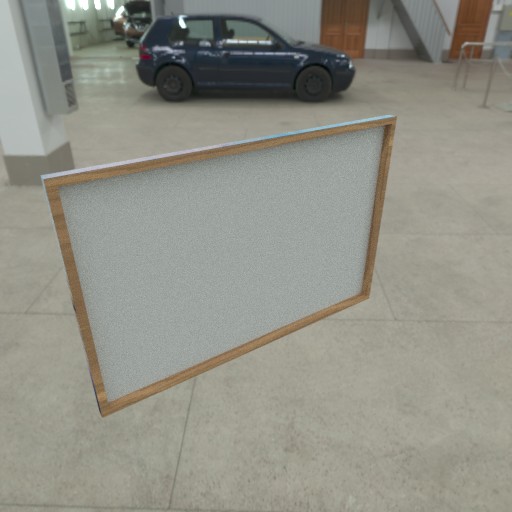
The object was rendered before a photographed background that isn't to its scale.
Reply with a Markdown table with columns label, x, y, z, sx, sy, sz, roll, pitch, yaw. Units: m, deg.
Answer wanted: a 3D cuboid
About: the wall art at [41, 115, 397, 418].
| label | x | y | z | sx | sy | sz | roll | pitch | yaw |
| --- | --- | --- | --- | --- | --- | --- | --- | --- | --- |
| wall art | 0.000 | 0.000 | 0.765 | 0.604 | 0.402 | 0.018 | -18 | 34 | -29 |
